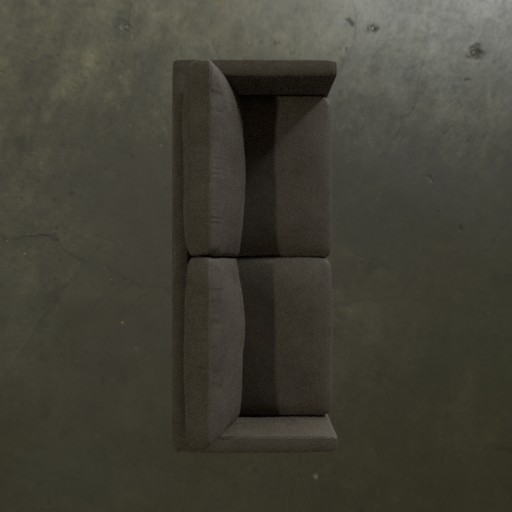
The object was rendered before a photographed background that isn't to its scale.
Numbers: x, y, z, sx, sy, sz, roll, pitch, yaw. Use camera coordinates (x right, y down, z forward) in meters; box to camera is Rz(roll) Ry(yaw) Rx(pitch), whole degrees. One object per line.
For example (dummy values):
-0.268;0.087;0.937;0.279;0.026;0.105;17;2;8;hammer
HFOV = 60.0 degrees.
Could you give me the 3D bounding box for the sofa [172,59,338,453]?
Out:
0.000;0.000;2.733;0.951;0.965;2.208;0;90;0;sofa
